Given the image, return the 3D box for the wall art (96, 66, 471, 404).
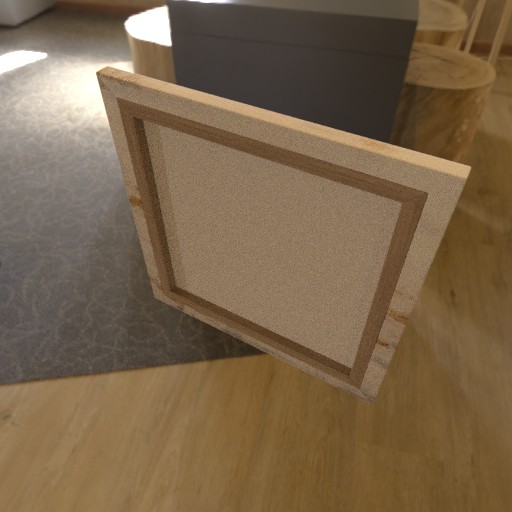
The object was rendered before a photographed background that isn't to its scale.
[{"bbox_3d":[0.000,0.000,1.080,0.753,0.755,0.038,22,50,20],"label":"wall art"}]
